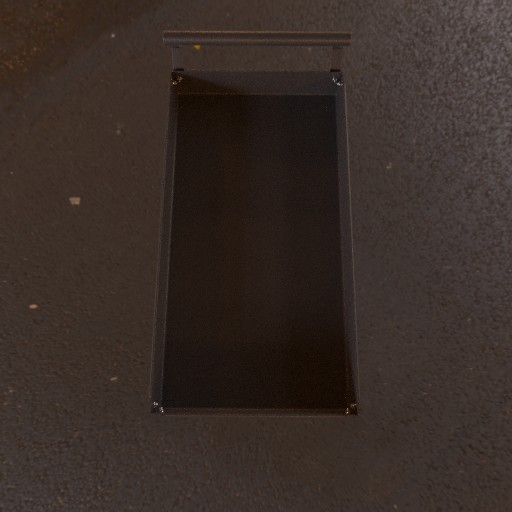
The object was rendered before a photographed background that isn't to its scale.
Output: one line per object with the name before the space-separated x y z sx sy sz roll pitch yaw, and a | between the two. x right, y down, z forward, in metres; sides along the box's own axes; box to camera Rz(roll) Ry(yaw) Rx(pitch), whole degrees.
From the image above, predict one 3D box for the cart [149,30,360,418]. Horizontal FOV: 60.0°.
cart | 0.000 0.000 1.150 0.366 0.780 0.719 0 76 0
